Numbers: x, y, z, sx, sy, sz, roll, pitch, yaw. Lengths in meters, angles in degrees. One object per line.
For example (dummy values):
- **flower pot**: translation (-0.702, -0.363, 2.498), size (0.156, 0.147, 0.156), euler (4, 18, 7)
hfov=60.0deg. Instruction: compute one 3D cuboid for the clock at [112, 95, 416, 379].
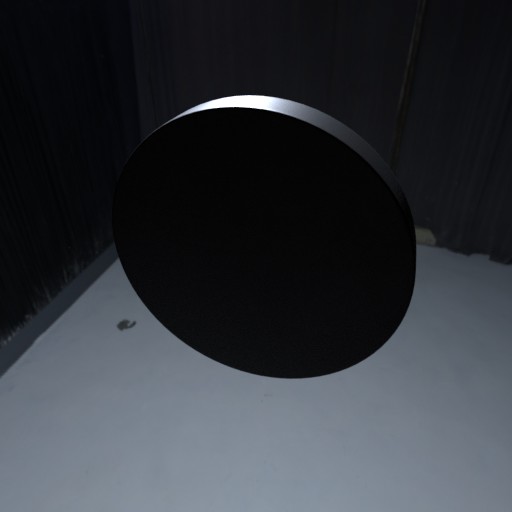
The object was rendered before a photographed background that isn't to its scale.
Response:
- **clock**: translation (0.000, 0.000, 0.461), size (0.314, 0.314, 0.040), euler (10, 34, 15)
